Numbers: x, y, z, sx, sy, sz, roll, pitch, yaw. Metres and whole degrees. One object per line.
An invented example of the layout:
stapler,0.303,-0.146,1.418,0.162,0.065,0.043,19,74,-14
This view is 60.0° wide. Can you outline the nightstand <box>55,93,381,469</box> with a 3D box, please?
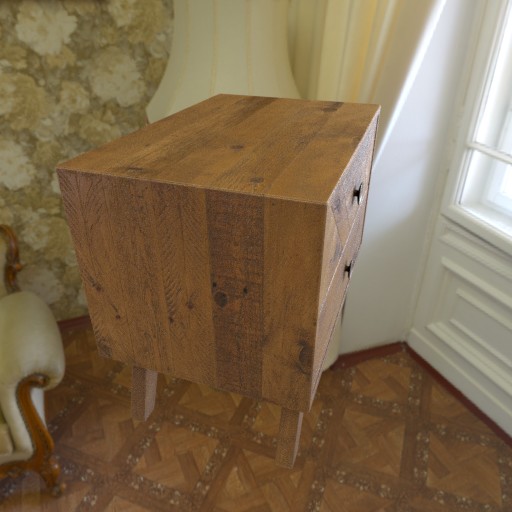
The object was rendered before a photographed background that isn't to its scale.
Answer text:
nightstand,0.000,0.000,1.052,0.450,0.599,0.650,10,32,17
